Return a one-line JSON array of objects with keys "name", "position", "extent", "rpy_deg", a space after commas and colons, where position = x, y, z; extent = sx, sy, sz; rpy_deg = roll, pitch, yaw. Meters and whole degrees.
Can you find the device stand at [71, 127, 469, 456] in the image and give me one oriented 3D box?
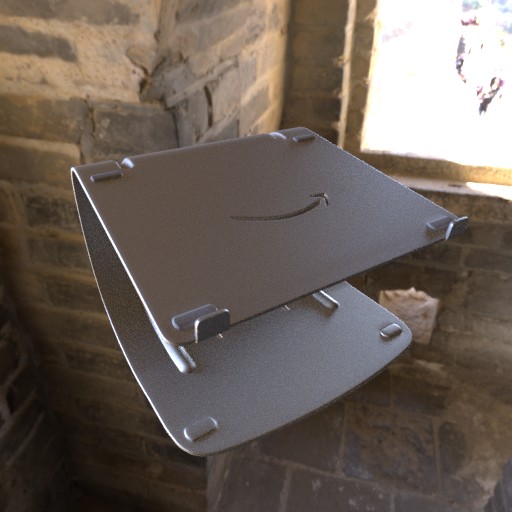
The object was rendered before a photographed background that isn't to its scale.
[{"name": "device stand", "position": [0.000, 0.000, 0.390], "extent": [0.256, 0.155, 0.236], "rpy_deg": [-18, 35, -28]}]
